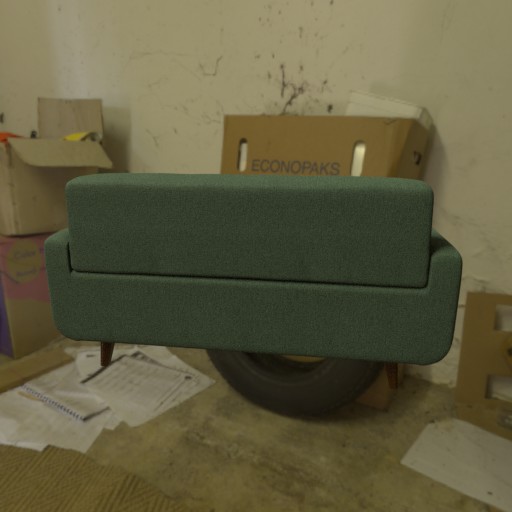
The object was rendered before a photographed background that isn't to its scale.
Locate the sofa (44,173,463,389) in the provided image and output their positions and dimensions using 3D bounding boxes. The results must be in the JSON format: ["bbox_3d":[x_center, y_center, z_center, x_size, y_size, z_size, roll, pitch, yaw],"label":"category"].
[{"bbox_3d":[0.000,0.000,2.148,1.631,0.841,0.909,2,16,8],"label":"sofa"}]
